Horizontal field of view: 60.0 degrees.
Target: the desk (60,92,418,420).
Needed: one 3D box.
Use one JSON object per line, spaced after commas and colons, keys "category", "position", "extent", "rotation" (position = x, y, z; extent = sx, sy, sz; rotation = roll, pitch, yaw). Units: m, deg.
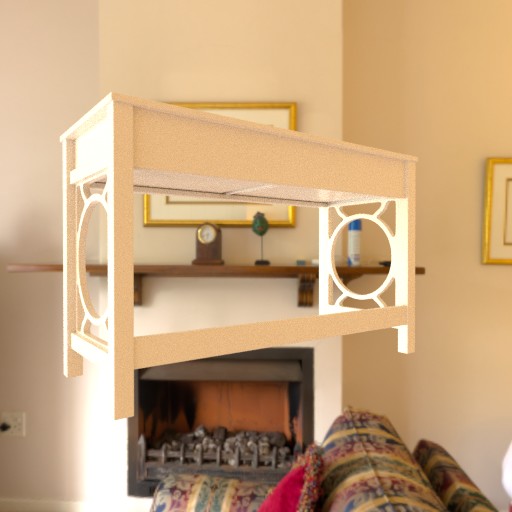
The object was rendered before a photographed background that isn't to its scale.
{"category": "desk", "position": [0.000, 0.000, 1.570], "extent": [1.191, 0.762, 0.504], "rotation": [0, 1, -36]}
